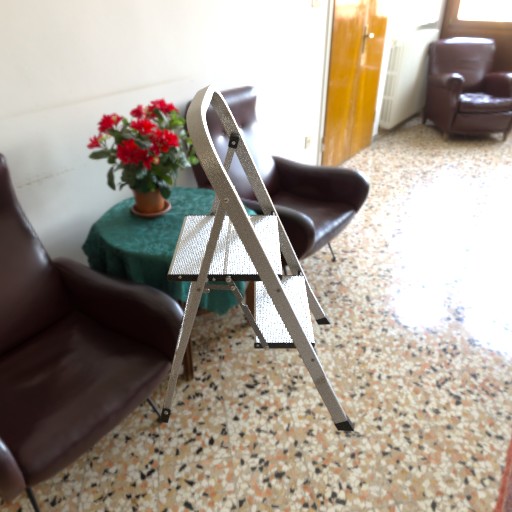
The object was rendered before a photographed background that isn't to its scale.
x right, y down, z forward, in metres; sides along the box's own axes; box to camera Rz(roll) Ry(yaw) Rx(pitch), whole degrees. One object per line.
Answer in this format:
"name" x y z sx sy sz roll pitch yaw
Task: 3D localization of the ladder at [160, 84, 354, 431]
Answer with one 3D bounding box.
"ladder" 0.000 0.000 1.179 0.530 0.830 0.465 0 32 0
